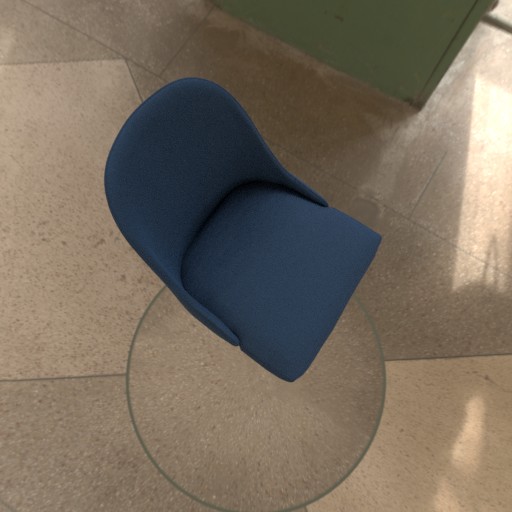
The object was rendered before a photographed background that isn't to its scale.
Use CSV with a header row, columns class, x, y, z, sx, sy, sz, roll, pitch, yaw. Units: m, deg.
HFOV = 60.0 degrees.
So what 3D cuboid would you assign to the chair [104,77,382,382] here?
class,x,y,z,sx,sy,sz,roll,pitch,yaw
chair,0.000,0.000,1.216,0.559,0.896,0.478,32,78,8
